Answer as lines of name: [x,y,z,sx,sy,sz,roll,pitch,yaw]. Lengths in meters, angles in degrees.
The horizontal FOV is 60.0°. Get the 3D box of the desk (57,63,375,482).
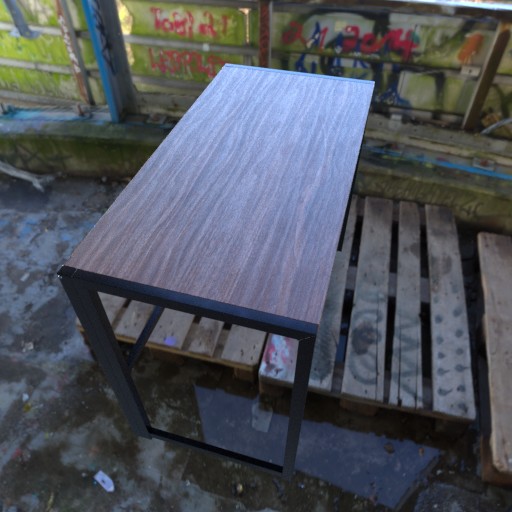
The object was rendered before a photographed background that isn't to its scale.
desk: [0.000,0.000,1.414,0.508,0.762,1.016,12,47,11]
